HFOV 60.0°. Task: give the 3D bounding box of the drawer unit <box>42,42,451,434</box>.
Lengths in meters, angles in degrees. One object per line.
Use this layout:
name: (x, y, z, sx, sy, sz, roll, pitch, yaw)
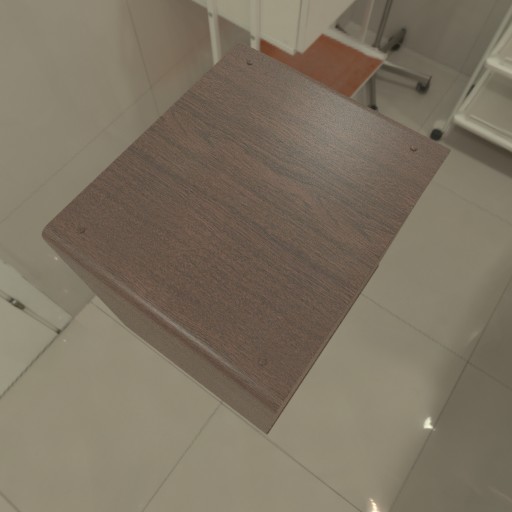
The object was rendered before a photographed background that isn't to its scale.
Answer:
drawer unit: (0.000, 0.000, 0.620, 0.290, 0.344, 0.344, 33, 69, 14)
